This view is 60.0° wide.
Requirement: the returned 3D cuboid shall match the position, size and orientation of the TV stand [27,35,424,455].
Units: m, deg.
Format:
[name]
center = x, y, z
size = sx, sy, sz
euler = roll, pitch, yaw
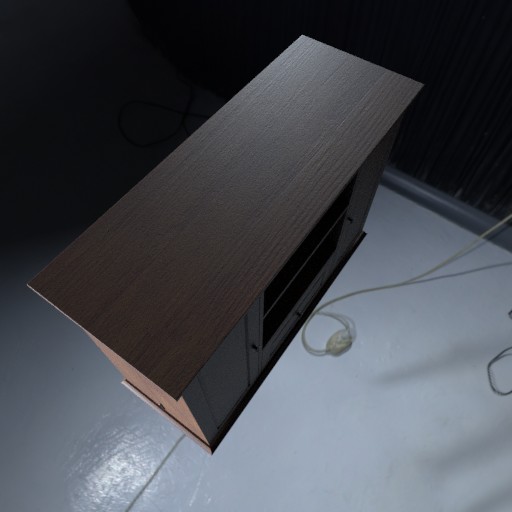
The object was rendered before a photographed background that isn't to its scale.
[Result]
[TV stand]
center = 0.000, 0.000, 1.429
size = 0.406, 0.813, 1.067
euler = 31, 63, 18
